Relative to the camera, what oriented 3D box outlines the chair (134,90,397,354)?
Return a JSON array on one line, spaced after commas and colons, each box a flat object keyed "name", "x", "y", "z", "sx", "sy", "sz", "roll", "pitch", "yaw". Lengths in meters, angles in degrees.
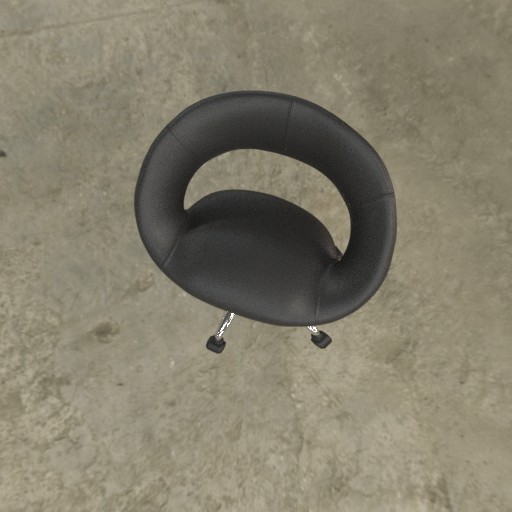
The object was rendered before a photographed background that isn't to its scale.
[{"name": "chair", "x": 0.000, "y": 0.000, "z": 1.171, "sx": 0.612, "sy": 0.791, "sz": 0.538, "roll": 19, "pitch": 76, "yaw": 5}]
